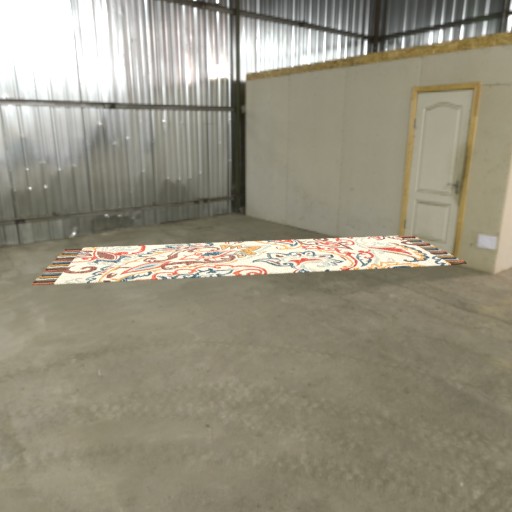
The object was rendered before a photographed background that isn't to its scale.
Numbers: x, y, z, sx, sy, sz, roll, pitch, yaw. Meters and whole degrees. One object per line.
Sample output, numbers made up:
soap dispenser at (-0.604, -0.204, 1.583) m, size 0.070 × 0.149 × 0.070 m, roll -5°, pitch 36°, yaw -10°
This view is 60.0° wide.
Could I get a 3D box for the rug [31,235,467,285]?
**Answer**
rug at (0.000, 0.000, 3.051) m, size 2.682 × 0.015 × 0.763 m, roll -2°, pitch 17°, yaw -8°
